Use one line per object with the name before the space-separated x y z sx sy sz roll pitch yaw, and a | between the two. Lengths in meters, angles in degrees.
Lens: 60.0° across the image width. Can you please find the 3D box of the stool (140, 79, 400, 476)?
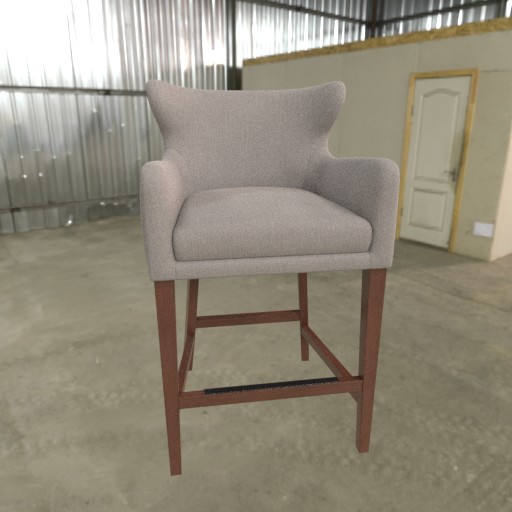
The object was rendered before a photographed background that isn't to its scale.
stool | 0.000 0.000 1.267 0.575 0.951 0.575 -3 18 -9
